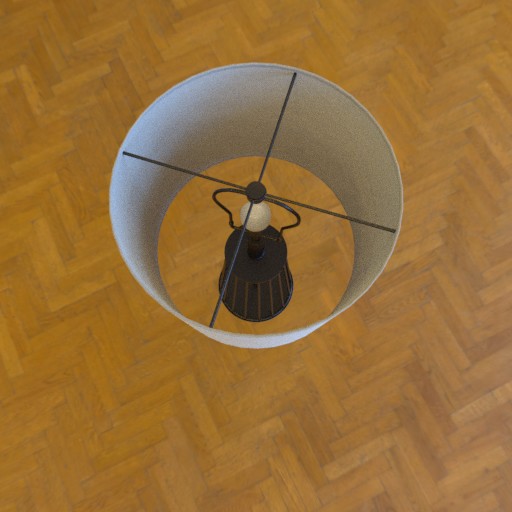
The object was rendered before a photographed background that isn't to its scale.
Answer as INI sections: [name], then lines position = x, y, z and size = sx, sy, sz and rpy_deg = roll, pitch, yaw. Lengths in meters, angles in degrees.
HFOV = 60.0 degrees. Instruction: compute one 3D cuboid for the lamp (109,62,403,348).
[lamp]
position = 0.000, 0.000, 0.771
size = 0.322, 0.593, 0.322
rpy_deg = 17, 76, 4
